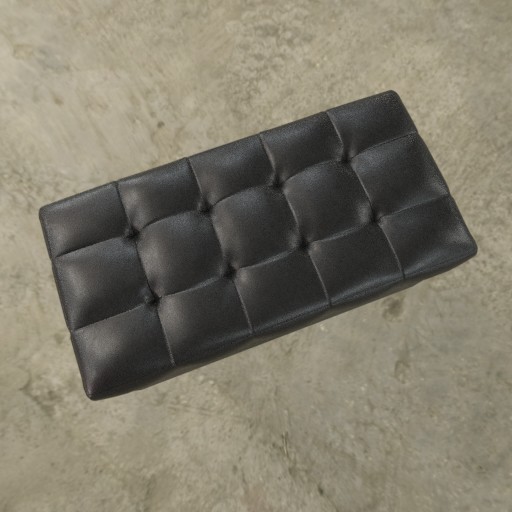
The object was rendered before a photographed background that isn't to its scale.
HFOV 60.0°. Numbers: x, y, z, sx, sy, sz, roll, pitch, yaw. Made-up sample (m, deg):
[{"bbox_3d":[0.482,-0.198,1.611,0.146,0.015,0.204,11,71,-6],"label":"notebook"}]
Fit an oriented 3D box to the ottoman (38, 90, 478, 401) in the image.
[{"bbox_3d":[0.000,0.000,1.112,0.838,0.470,0.432,-20,76,-5],"label":"ottoman"}]
